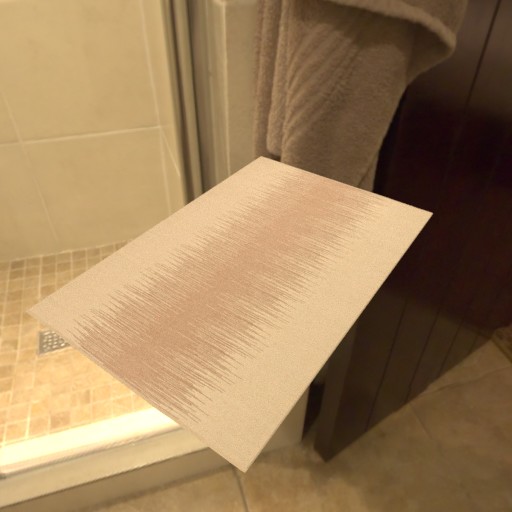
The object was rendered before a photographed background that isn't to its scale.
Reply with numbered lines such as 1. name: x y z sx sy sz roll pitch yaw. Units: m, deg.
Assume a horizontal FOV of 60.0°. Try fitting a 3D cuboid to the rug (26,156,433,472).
1. rug: 0.000 0.000 2.297 1.234 0.006 1.850 25 46 27
